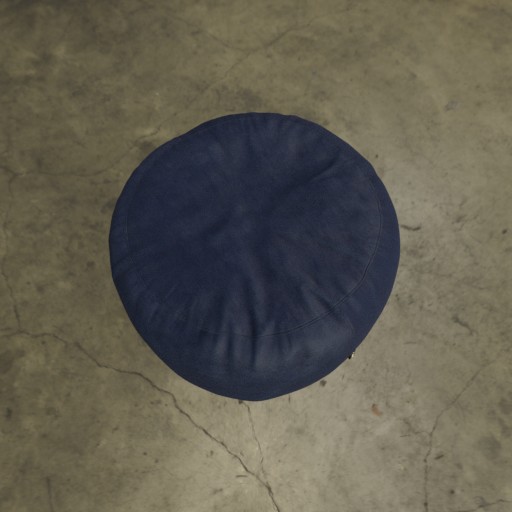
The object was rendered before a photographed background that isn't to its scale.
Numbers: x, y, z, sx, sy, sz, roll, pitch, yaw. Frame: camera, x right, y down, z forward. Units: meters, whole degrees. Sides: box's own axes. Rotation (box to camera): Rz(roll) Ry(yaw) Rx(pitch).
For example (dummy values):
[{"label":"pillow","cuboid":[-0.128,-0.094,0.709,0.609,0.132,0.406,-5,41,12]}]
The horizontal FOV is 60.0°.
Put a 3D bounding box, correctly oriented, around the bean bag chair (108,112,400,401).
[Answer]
[{"label":"bean bag chair","cuboid":[0.000,0.000,2.019,1.219,0.762,1.219,0,63,0]}]
